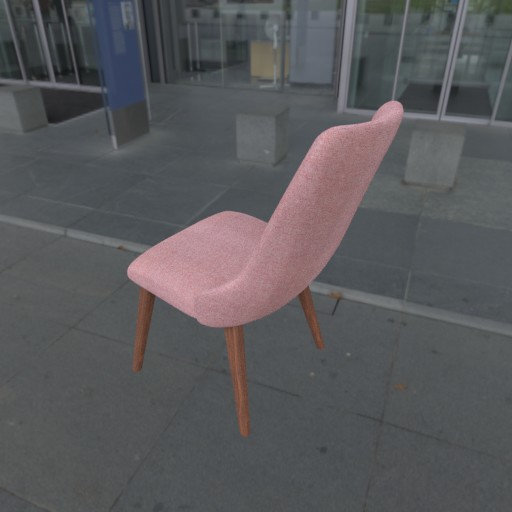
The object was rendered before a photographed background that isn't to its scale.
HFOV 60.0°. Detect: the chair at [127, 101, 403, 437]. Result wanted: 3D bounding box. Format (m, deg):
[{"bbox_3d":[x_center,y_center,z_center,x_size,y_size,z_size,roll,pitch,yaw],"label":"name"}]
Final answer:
[{"bbox_3d":[0.000,0.000,1.322,0.707,0.918,0.535,21,37,31],"label":"chair"}]
